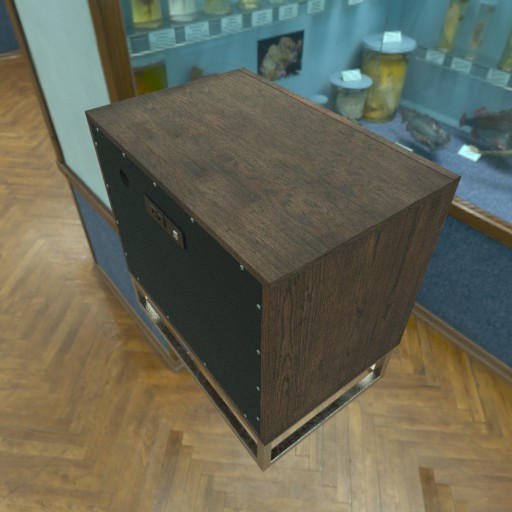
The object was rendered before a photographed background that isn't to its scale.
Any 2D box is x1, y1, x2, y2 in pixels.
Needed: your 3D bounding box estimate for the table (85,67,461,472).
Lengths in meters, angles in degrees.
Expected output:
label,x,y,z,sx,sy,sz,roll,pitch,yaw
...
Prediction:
label,x,y,z,sx,sy,sz,roll,pitch,yaw
table,0.000,0.000,1.283,0.542,0.746,0.767,-27,49,-26
